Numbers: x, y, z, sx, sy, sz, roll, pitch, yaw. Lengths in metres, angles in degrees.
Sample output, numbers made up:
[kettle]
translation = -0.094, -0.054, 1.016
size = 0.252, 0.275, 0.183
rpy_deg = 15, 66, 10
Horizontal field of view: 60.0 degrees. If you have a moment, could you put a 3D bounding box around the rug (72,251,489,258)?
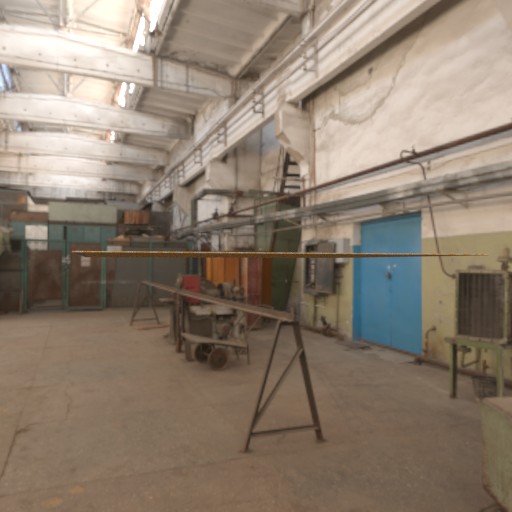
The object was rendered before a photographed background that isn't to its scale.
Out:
[rug]
translation = 0.000, 0.000, 4.119
size = 3.037, 0.011, 2.433
rpy_deg = 0, -1, -20
